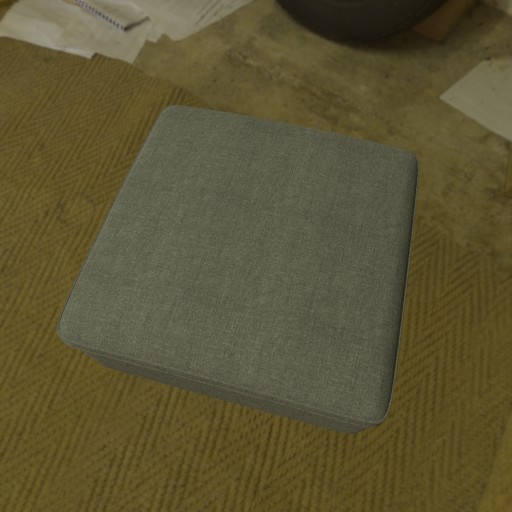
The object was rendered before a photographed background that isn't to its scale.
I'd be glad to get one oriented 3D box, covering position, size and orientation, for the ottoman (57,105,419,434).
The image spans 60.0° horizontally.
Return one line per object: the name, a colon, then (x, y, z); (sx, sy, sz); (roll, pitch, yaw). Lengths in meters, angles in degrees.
ottoman: (0.000, 0.000, 1.710); (1.067, 0.559, 1.067); (13, 63, 7)
